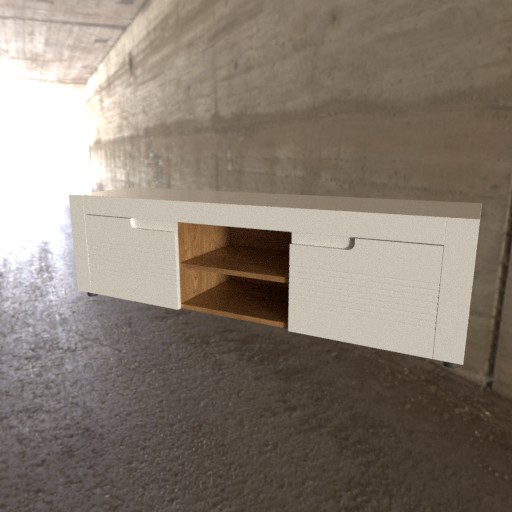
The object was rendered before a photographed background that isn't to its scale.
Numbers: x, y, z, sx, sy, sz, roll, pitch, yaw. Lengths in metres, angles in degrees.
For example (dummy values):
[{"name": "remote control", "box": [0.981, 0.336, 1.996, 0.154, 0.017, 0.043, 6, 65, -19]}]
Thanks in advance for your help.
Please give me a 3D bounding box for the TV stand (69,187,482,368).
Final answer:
[{"name": "TV stand", "box": [0.000, 0.000, 1.698, 1.500, 0.440, 0.410, 7, 15, 26]}]
